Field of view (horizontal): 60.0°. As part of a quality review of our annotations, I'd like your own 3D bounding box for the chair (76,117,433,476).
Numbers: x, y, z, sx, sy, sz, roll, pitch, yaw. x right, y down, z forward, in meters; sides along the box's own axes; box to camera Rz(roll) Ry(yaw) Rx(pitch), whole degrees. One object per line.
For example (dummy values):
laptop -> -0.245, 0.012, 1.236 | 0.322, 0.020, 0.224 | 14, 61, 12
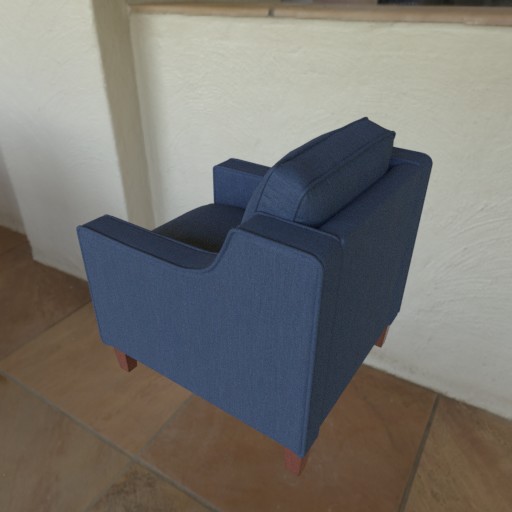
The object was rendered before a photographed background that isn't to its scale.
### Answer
chair -> 0.000, 0.000, 1.614 | 0.909, 0.960, 0.831 | 19, 36, 29
